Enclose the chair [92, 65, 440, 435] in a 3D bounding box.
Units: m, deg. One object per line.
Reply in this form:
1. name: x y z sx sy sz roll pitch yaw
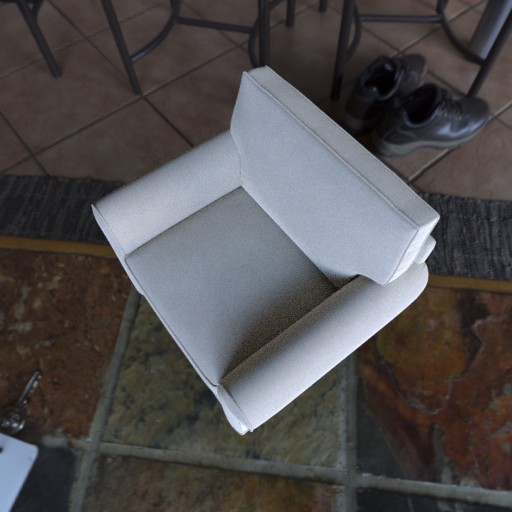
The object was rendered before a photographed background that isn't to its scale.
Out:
1. chair: 0.000 0.000 1.743 0.863 0.955 1.040 -34 66 -17
